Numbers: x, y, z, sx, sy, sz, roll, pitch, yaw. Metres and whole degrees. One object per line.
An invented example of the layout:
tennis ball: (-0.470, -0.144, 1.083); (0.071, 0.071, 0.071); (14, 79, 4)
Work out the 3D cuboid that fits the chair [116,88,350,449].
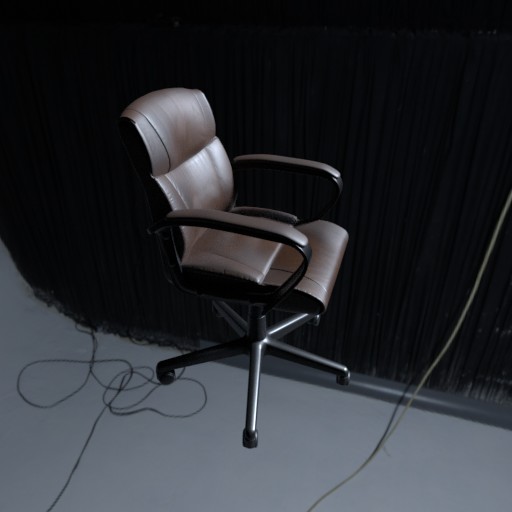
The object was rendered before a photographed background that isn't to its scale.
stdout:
chair: (0.000, 0.000, 1.480); (0.717, 1.004, 0.739); (10, 32, 16)
